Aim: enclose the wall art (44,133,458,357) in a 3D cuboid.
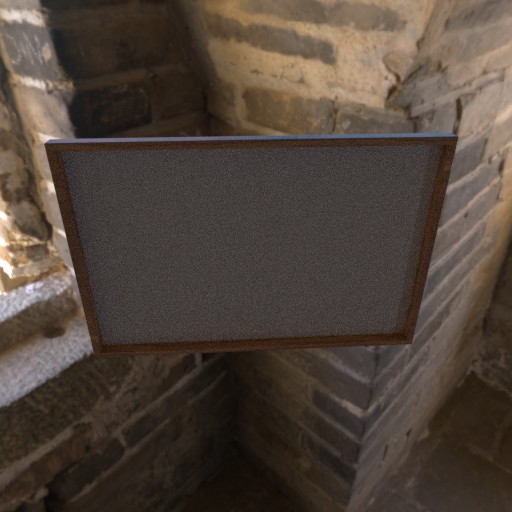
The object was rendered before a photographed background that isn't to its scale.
[{"bbox_3d":[0.000,0.000,1.137,0.911,0.605,0.037,-2,30,-3],"label":"wall art"}]
